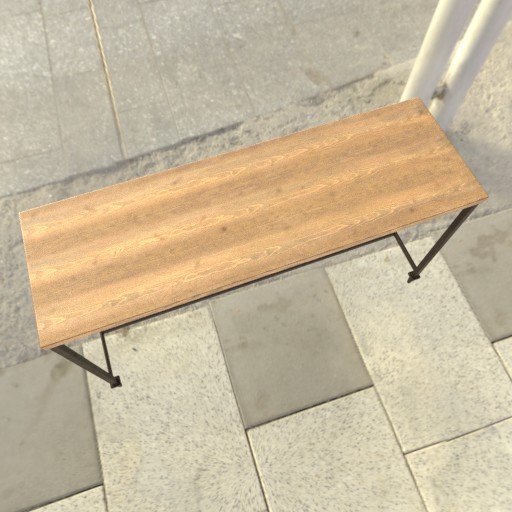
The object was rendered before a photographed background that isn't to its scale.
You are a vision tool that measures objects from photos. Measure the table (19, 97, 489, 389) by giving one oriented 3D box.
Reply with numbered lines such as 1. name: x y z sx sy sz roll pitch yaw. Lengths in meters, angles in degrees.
1. table: 0.000 0.000 2.082 1.700 0.902 0.551 -18 66 -8
